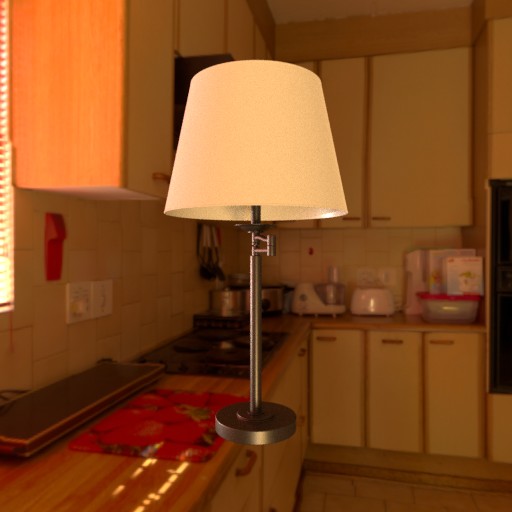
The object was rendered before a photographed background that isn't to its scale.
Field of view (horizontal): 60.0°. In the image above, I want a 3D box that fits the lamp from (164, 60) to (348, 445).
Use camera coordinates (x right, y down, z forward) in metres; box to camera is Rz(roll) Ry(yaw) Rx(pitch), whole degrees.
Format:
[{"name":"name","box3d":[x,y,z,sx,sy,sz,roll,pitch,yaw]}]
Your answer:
[{"name":"lamp","box3d":[0.000,0.000,0.894,0.363,0.696,0.363,0,1,0]}]
